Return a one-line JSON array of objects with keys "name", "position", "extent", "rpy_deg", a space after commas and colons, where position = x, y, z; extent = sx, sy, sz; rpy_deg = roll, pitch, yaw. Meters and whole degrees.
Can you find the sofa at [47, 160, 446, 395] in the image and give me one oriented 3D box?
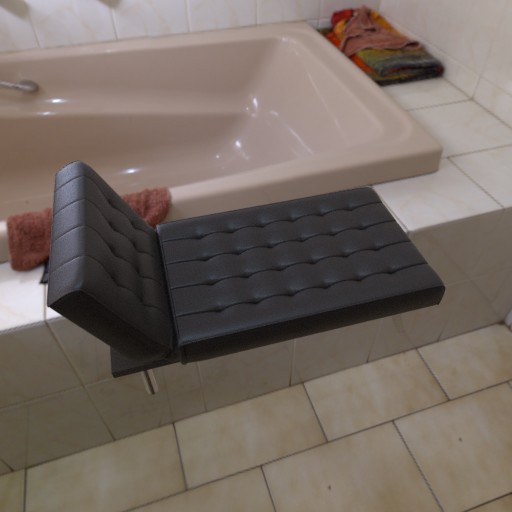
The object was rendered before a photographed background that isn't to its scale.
[{"name": "sofa", "position": [0.000, 0.000, 2.024], "extent": [1.560, 0.820, 0.760], "rpy_deg": [-11, 47, -11]}]
